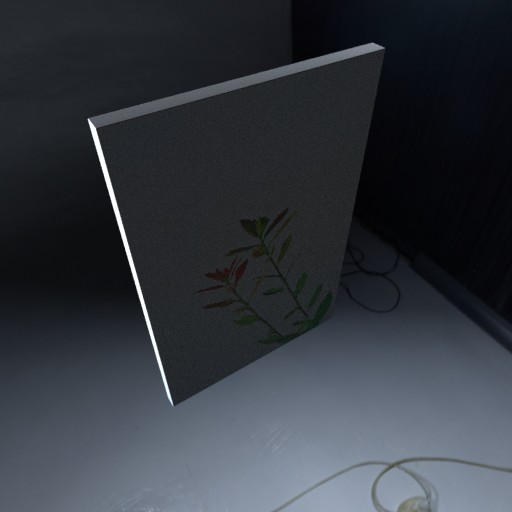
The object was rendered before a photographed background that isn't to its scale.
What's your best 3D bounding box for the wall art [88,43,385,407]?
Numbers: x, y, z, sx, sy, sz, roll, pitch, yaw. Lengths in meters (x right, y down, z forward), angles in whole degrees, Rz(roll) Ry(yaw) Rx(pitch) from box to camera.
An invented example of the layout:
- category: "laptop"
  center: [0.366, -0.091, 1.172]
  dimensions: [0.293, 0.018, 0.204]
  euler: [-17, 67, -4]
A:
- category: "wall art"
  center: [0.000, 0.000, 1.134]
  dimensions: [0.612, 0.915, 0.039]
  euler: [-24, 50, -23]
